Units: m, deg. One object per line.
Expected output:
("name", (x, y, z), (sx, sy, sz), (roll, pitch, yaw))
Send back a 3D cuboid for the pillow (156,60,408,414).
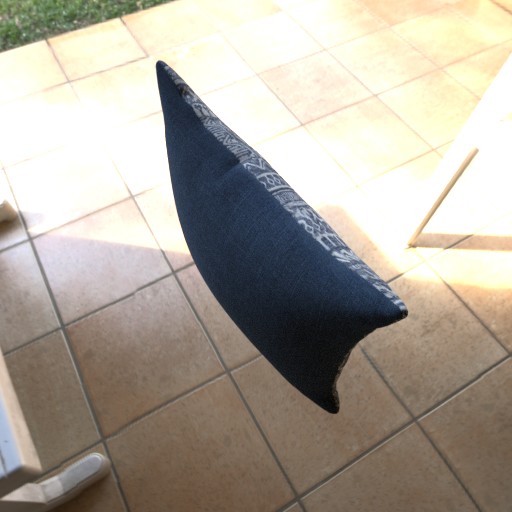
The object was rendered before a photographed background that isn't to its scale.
("pillow", (0.000, 0.000, 0.788), (0.180, 0.487, 0.546), (-32, 64, -18))
